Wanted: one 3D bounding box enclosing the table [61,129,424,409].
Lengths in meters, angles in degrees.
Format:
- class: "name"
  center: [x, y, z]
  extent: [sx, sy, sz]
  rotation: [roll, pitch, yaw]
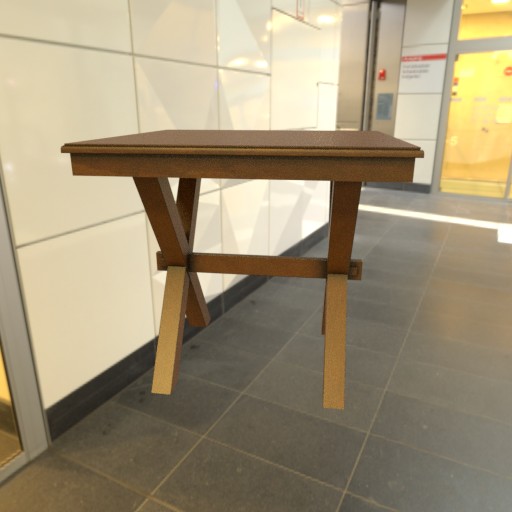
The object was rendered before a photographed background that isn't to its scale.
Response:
- class: "table"
  center: [0.000, 0.000, 1.073]
  extent: [0.602, 0.562, 0.560]
  rotation: [2, 19, 7]
